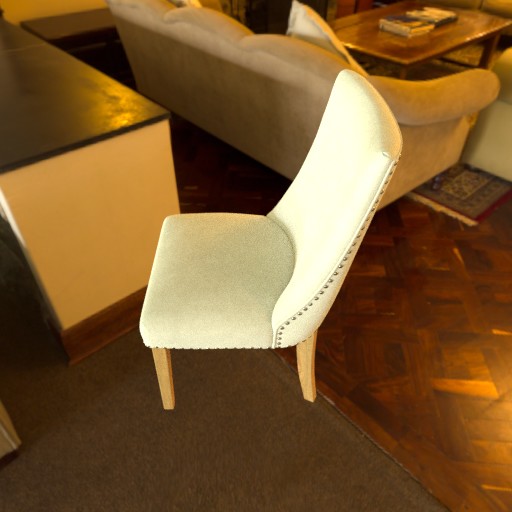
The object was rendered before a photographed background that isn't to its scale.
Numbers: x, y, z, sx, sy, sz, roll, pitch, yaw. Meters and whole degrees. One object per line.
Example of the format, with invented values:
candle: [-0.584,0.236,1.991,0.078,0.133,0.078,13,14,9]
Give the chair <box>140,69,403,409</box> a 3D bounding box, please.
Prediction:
chair: [0.000,0.000,1.279,0.610,0.902,0.495,-1,41,-1]
